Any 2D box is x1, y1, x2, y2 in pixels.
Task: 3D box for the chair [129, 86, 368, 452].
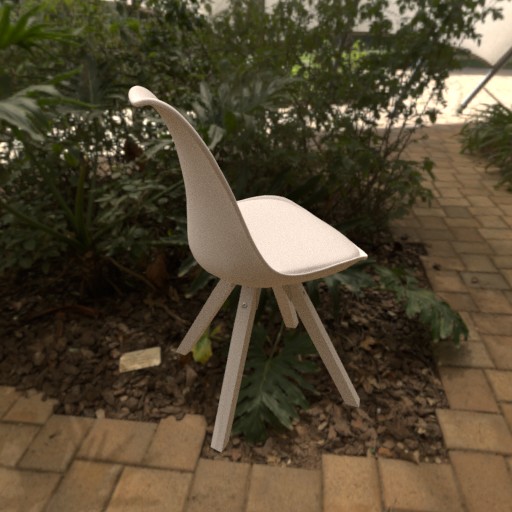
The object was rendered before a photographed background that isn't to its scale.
[{"bbox_3d":[0.000,0.000,1.183,0.550,0.850,0.485,-10,29,-19],"label":"chair"}]
